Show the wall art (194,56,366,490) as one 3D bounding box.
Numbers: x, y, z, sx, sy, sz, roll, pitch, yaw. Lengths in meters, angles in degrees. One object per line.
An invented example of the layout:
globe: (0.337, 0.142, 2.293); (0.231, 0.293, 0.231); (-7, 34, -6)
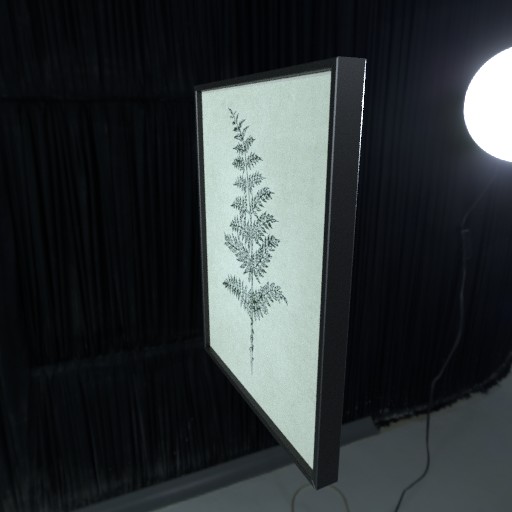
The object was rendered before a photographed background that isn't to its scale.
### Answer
wall art: (0.000, 0.000, 0.735); (0.039, 0.555, 0.449); (-8, 19, -25)
